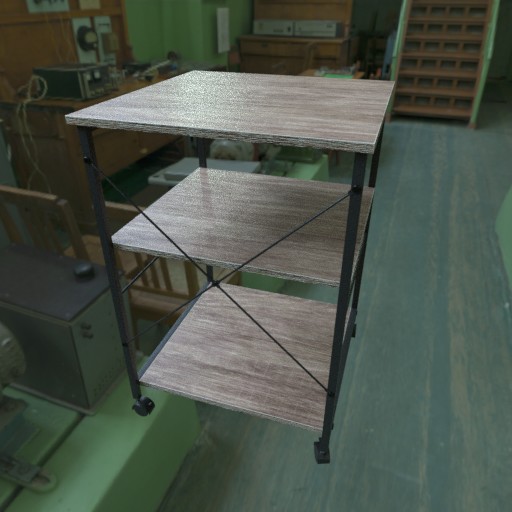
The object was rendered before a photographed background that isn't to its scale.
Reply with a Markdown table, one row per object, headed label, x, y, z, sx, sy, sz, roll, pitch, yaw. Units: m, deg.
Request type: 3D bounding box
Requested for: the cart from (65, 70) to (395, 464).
| label | x | y | z | sx | sy | sz | roll | pitch | yaw |
| --- | --- | --- | --- | --- | --- | --- | --- | --- | --- |
| cart | 0.000 | 0.000 | 1.099 | 0.521 | 0.762 | 0.520 | 10 | 32 | 15 |
